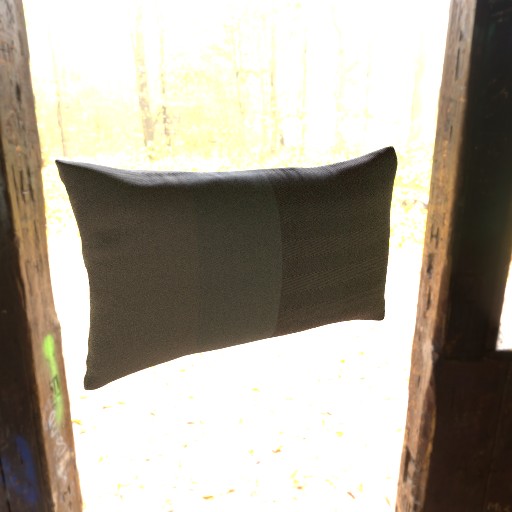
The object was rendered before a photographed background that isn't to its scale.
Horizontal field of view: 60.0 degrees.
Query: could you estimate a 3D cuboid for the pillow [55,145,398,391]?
[{"bbox_3d":[0.000,0.000,0.647,0.506,0.305,0.139,-8,18,-25],"label":"pillow"}]
